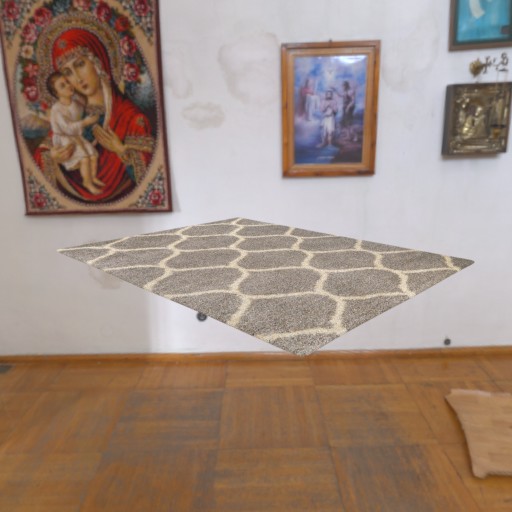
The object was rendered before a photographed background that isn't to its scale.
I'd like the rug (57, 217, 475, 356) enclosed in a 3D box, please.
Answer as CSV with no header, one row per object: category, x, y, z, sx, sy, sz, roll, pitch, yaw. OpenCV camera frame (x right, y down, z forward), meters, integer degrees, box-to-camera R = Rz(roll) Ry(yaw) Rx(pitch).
rug,0.000,0.000,4.035,3.000,0.026,2.399,15,21,42
